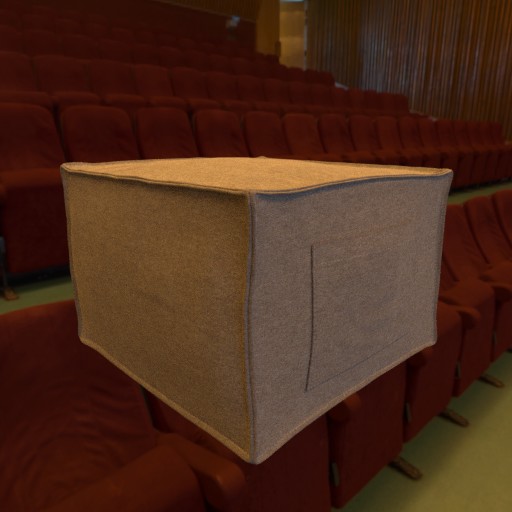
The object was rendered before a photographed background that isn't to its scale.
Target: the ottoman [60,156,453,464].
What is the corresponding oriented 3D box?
[{"bbox_3d":[0.000,0.000,1.107,0.707,0.470,0.696,-14,21,-42],"label":"ottoman"}]
